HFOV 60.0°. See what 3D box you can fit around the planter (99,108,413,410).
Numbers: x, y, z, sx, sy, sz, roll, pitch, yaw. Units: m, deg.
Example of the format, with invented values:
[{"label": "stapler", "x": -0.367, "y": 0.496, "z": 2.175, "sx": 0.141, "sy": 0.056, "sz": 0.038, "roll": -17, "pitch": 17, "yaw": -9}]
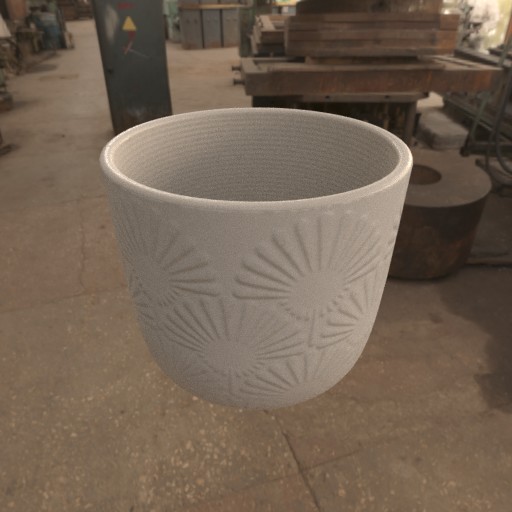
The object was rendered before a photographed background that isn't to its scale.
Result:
[{"label": "planter", "x": 0.000, "y": 0.000, "z": 0.210, "sx": 0.124, "sy": 0.109, "sz": 0.124, "roll": 0, "pitch": 31, "yaw": 0}]
